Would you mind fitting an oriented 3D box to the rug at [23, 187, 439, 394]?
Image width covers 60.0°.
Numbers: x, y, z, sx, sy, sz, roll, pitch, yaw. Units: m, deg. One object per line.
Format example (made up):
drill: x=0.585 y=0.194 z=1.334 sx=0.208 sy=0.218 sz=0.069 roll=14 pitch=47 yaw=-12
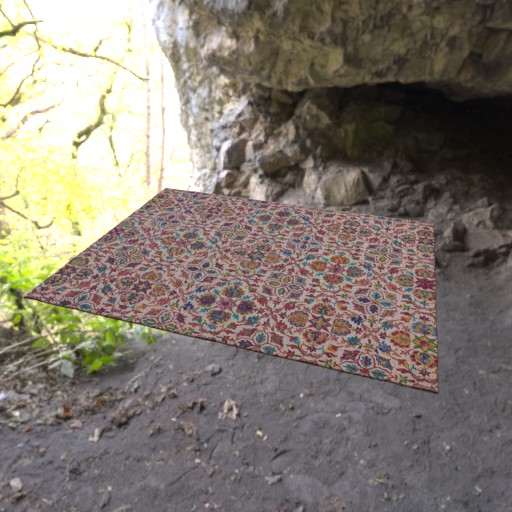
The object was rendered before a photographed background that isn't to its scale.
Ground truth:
rug: x=0.000 y=0.000 z=4.185 sx=3.215 sy=0.020 sz=2.446 roll=10 pitch=33 yaw=16
